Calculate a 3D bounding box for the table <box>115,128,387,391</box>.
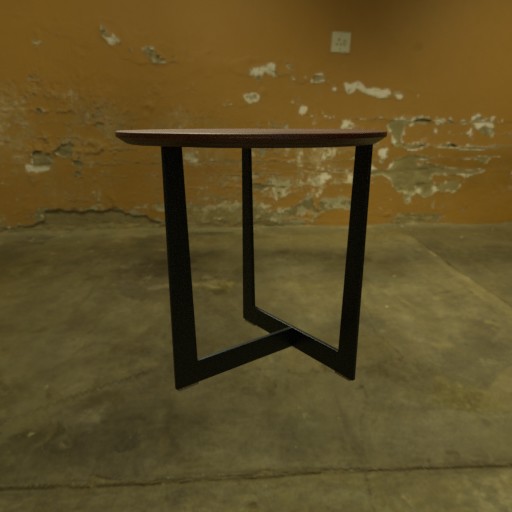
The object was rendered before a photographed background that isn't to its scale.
[{"bbox_3d":[0.000,0.000,0.873,0.477,0.476,0.494,15,22,40],"label":"table"}]
